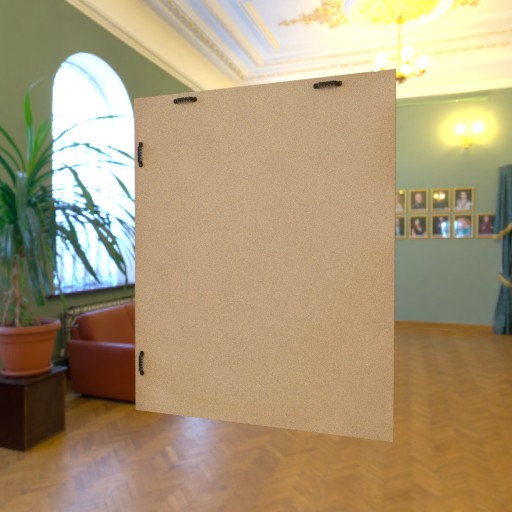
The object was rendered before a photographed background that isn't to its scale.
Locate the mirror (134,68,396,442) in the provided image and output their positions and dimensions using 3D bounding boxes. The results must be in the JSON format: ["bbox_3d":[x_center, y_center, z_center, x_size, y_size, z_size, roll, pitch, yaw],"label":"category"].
[{"bbox_3d":[0.000,0.000,0.678,0.406,0.509,0.041,0,1,17],"label":"mirror"}]
